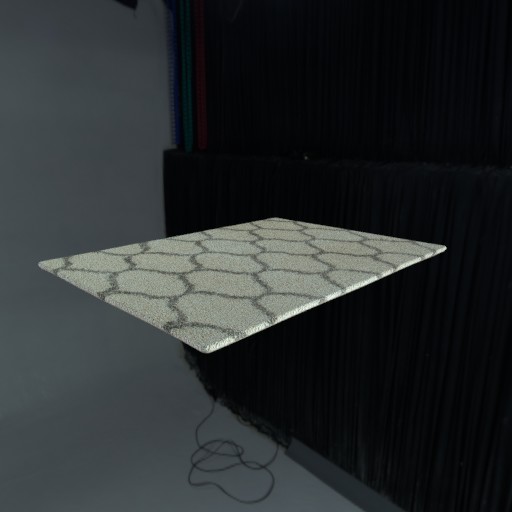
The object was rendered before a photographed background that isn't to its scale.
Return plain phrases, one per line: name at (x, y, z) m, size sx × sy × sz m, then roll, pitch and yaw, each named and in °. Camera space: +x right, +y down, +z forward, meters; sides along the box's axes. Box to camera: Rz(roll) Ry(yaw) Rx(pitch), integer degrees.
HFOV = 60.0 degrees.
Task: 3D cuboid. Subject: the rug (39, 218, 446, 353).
rug at (0.000, 0.000, 2.145) m, size 1.200 × 0.025 × 1.600 m, roll 14°, pitch 21°, yaw 43°
